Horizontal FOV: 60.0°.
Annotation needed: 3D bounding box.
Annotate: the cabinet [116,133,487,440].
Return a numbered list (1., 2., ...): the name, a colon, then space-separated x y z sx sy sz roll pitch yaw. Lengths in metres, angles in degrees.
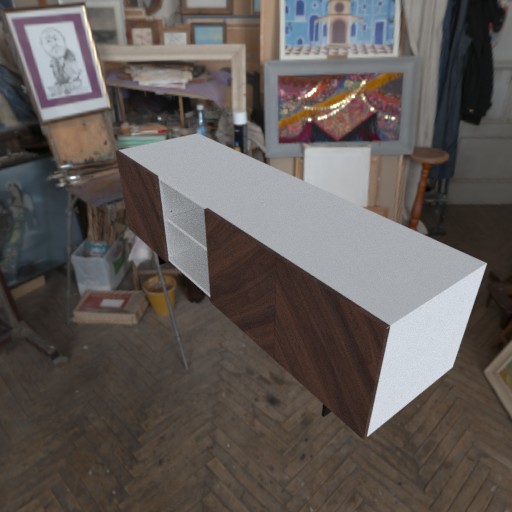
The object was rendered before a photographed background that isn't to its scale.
1. cabinet: 0.000 0.000 1.738 0.431 0.533 1.499 -22 39 -31
